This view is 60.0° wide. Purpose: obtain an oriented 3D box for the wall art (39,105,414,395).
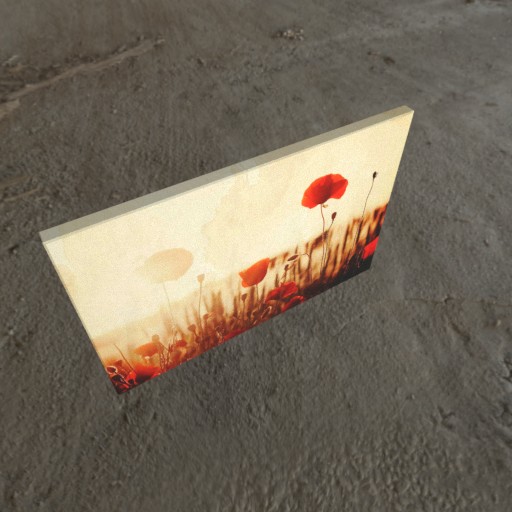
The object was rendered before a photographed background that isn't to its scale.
[{"bbox_3d":[0.000,0.000,1.189,0.918,0.602,0.038,-24,51,-21],"label":"wall art"}]
